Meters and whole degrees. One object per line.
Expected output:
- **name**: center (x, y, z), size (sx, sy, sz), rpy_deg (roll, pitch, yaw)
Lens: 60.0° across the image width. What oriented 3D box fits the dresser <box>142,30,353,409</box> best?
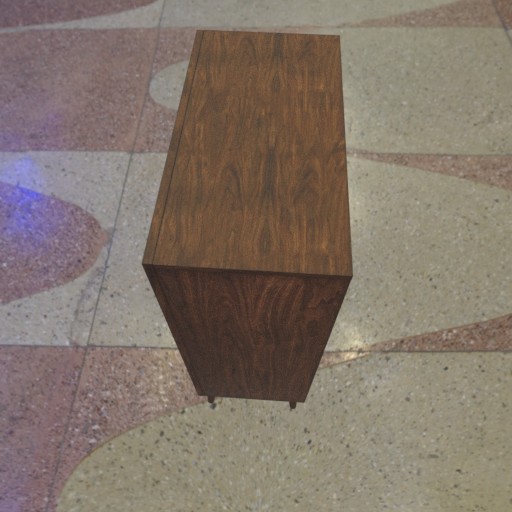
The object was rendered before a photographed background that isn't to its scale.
- **dresser**: center (0.000, 0.000, 1.823), size (0.498, 1.365, 0.919), rpy_deg (3, 58, 2)
